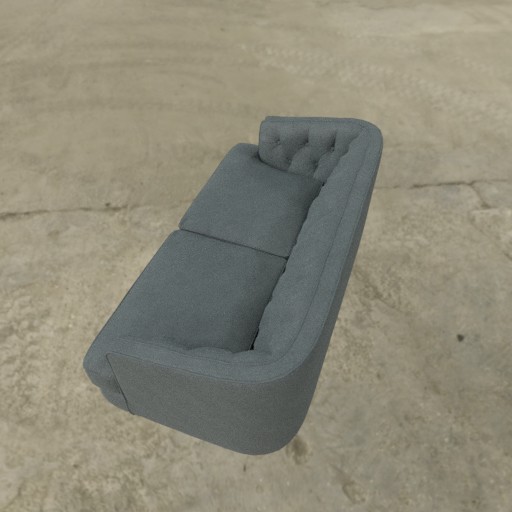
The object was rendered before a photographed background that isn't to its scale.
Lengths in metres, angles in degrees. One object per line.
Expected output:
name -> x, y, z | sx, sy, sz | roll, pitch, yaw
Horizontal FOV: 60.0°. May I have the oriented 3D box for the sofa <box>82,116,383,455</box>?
sofa -> 0.000, 0.000, 2.261 | 0.941, 0.855, 1.733 | 16, 50, 14
